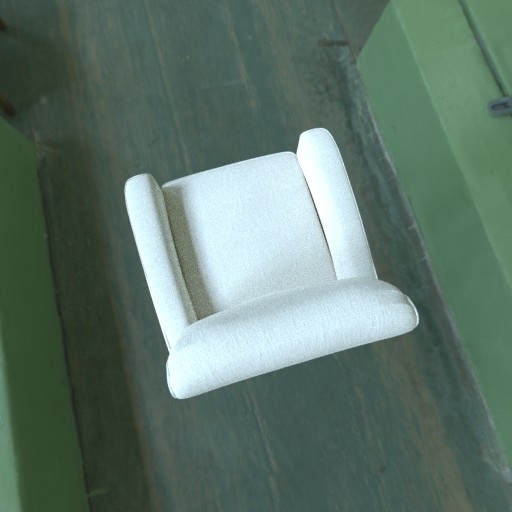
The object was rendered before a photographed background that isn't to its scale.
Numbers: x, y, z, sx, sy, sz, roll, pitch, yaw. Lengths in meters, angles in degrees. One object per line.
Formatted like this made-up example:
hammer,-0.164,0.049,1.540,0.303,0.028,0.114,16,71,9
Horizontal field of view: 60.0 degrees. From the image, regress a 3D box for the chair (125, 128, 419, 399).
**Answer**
chair,0.000,0.000,1.697,0.841,1.028,0.858,-16,76,-4
